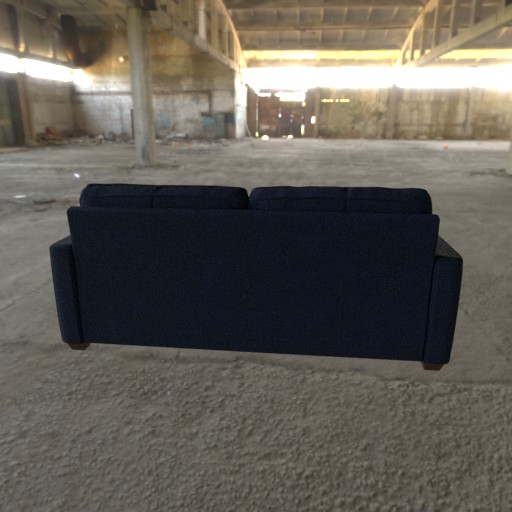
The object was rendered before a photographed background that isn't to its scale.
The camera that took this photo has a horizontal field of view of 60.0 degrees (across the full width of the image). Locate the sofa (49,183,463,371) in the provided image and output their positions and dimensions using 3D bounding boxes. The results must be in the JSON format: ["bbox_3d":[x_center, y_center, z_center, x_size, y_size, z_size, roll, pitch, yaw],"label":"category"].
[{"bbox_3d":[0.000,0.000,2.621,2.080,0.919,0.940,2,17,6],"label":"sofa"}]
